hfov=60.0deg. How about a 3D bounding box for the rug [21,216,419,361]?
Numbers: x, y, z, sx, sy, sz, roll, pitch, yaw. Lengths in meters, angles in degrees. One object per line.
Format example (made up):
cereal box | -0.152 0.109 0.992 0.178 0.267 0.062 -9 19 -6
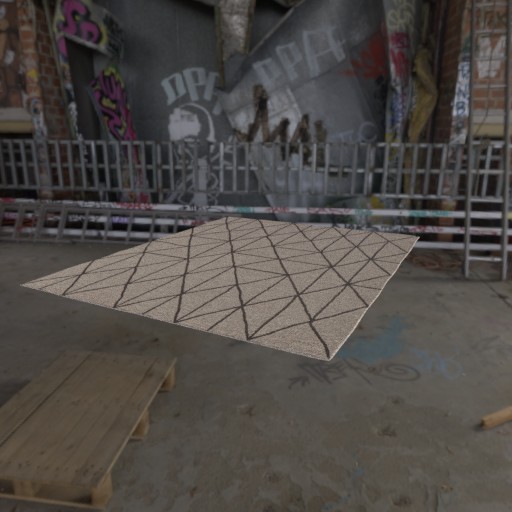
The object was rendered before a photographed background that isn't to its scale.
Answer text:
rug | 0.000 0.000 4.105 2.468 0.022 3.061 8 18 27
